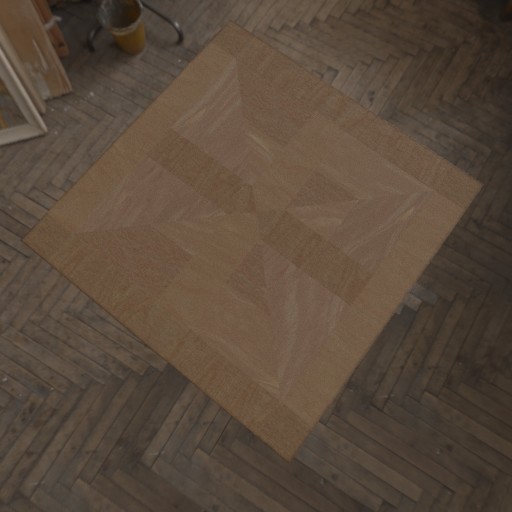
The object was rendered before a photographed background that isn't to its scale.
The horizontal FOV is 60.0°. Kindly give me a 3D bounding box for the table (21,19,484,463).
[{"bbox_3d":[0.000,0.000,1.128,0.610,0.638,0.612,37,78,9],"label":"table"}]
